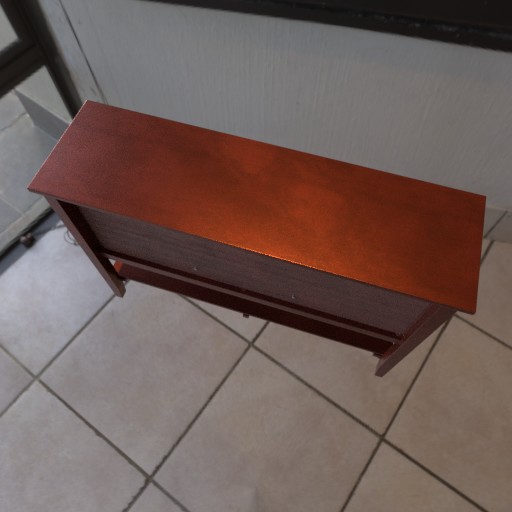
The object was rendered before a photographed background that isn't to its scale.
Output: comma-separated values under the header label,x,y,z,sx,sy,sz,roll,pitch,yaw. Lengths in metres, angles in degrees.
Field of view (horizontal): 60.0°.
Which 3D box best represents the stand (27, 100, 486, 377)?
label,x,y,z,sx,sy,sz,roll,pitch,yaw
stand,0.000,0.000,1.755,1.362,0.872,0.410,16,63,8
